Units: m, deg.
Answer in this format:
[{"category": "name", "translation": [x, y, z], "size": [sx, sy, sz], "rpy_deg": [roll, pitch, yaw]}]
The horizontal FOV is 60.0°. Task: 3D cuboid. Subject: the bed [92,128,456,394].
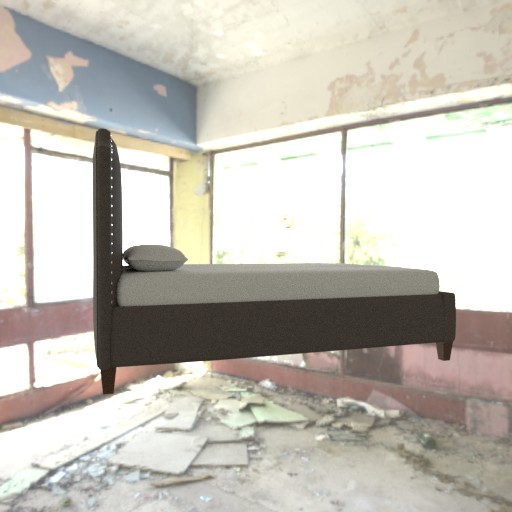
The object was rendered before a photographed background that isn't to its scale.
[{"category": "bed", "translation": [0.000, 0.000, 3.478], "size": [2.372, 1.443, 1.713], "rpy_deg": [0, 1, -18]}]
